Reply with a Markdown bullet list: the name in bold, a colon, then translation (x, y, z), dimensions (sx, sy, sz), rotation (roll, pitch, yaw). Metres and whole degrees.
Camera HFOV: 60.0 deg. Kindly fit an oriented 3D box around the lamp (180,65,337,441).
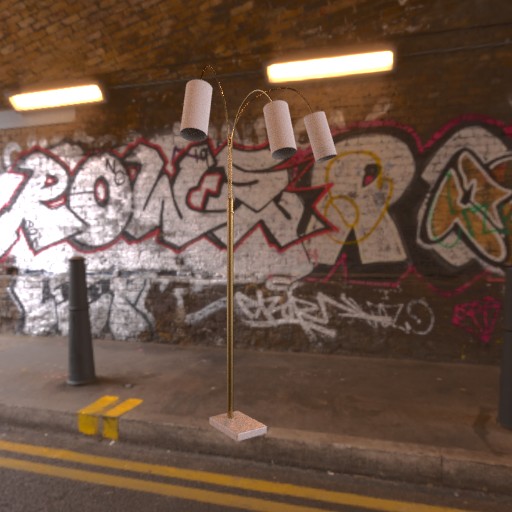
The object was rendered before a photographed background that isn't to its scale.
- **lamp**: translation (0.000, 0.000, 2.509), dimensions (1.020, 2.055, 0.667), rotation (0, 0, -35)
